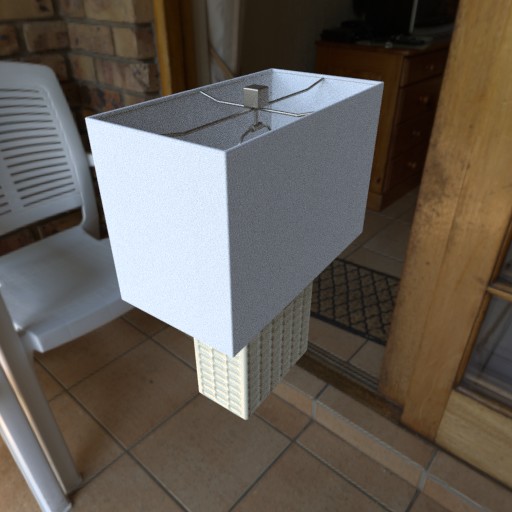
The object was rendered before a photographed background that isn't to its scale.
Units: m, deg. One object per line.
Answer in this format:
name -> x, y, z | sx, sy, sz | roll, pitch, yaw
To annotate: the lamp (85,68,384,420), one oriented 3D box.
lamp -> 0.000, 0.000, 0.706 | 0.200, 0.515, 0.380 | 21, 38, 29
